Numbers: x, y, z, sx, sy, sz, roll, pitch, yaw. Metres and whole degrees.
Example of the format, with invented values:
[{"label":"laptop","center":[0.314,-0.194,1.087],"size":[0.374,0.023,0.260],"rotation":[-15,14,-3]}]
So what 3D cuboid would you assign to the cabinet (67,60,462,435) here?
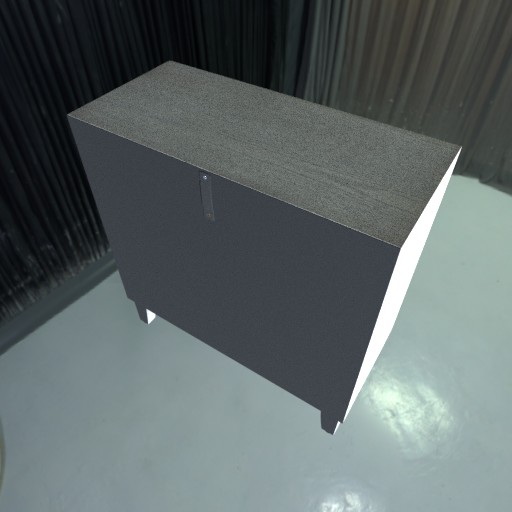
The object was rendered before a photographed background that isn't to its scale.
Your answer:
[{"label":"cabinet","center":[0.000,0.000,1.237],"size":[0.781,0.787,0.370],"rotation":[25,51,22]}]
